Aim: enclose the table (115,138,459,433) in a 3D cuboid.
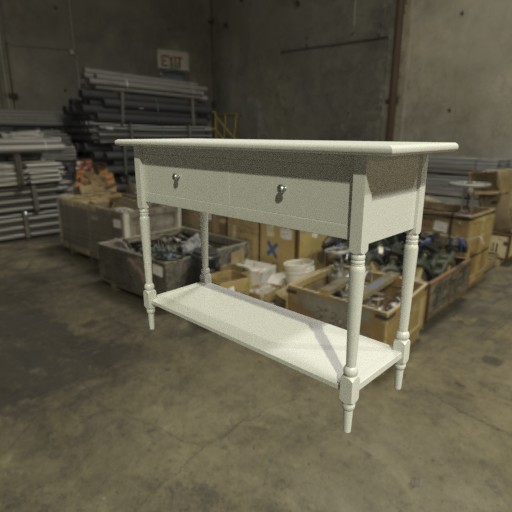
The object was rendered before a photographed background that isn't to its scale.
[{"bbox_3d":[0.000,0.000,1.606,1.197,0.808,0.384,15,21,42],"label":"table"}]
